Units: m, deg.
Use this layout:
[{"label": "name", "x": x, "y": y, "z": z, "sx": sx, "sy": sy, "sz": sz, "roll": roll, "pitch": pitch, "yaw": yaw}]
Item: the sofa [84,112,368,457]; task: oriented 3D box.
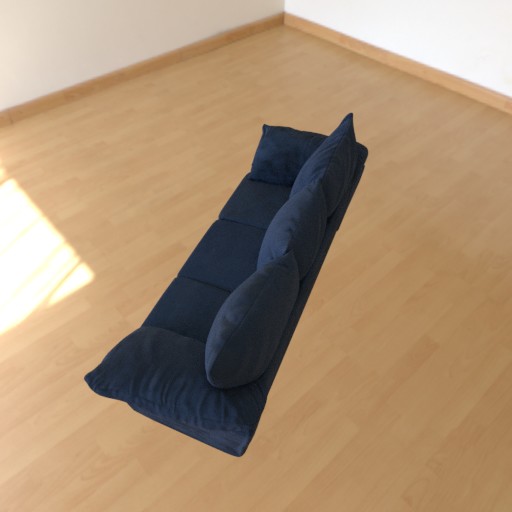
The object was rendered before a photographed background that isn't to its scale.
[{"label": "sofa", "x": 0.000, "y": 0.000, "z": 2.844, "sx": 0.907, "sy": 1.091, "sz": 2.390, "roll": 17, "pitch": 51, "yaw": 15}]
